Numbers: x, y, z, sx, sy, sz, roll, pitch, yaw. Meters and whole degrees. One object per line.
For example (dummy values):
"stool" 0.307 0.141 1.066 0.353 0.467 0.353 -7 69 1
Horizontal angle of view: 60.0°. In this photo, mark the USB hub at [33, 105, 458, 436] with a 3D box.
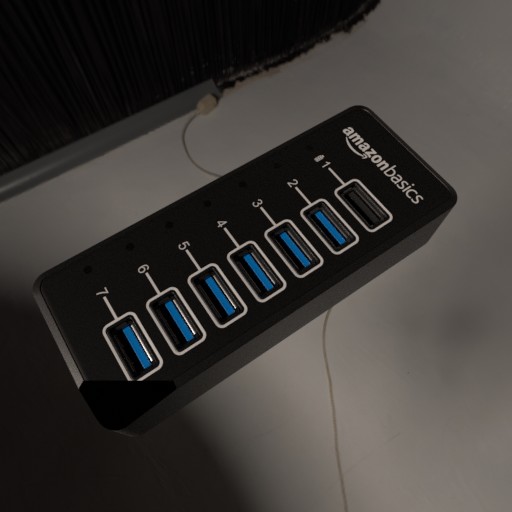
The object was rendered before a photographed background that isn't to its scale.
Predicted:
"USB hub" 0.000 0.000 0.127 0.110 0.023 0.044 -31 68 -14
